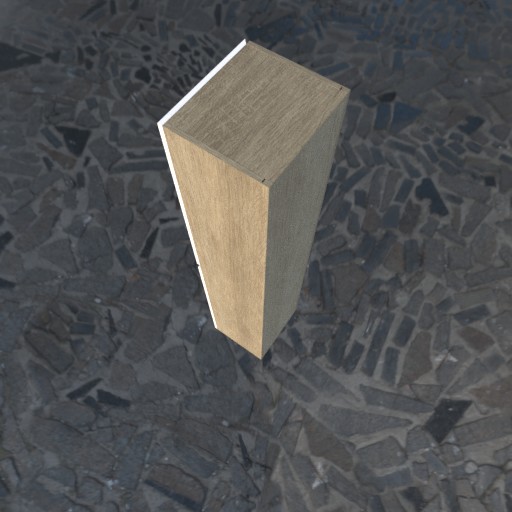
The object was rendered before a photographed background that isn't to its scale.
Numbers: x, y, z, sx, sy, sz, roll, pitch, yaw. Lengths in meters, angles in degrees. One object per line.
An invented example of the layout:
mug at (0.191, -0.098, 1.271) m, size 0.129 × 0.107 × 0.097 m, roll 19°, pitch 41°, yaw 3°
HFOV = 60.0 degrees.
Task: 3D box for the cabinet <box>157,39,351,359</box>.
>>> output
cabinet at (0.000, 0.000, 1.531) m, size 0.270 × 1.400 × 0.300 m, roll 32°, pitch 68°, yaw 15°
